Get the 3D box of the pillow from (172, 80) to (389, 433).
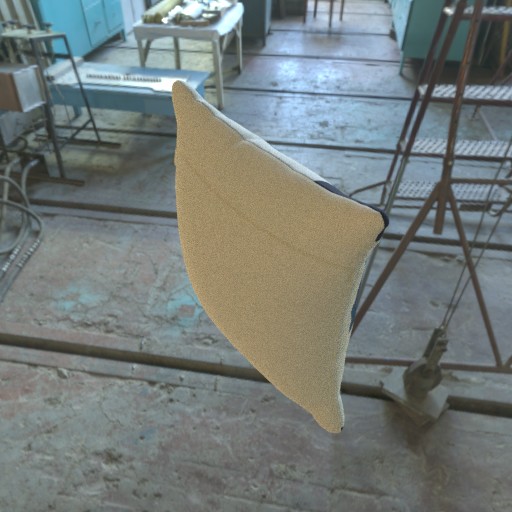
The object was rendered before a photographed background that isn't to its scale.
[{"bbox_3d":[0.000,0.000,0.823,0.229,0.506,0.536,-26,48,-26],"label":"pillow"}]
